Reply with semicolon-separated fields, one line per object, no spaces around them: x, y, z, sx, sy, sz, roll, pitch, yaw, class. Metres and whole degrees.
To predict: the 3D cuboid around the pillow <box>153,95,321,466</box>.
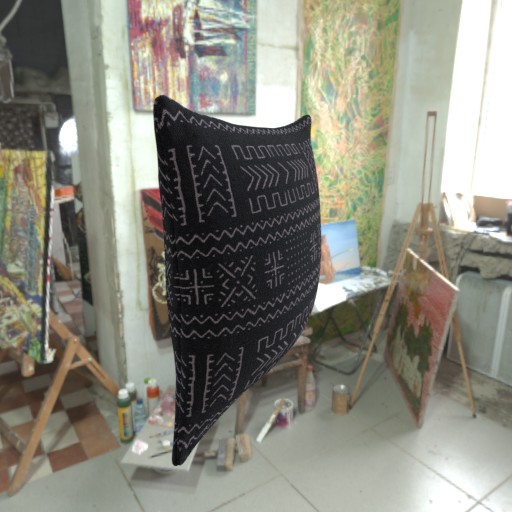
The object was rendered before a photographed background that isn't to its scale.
0.000;0.000;0.670;0.164;0.430;0.438;8;17;25;pillow
